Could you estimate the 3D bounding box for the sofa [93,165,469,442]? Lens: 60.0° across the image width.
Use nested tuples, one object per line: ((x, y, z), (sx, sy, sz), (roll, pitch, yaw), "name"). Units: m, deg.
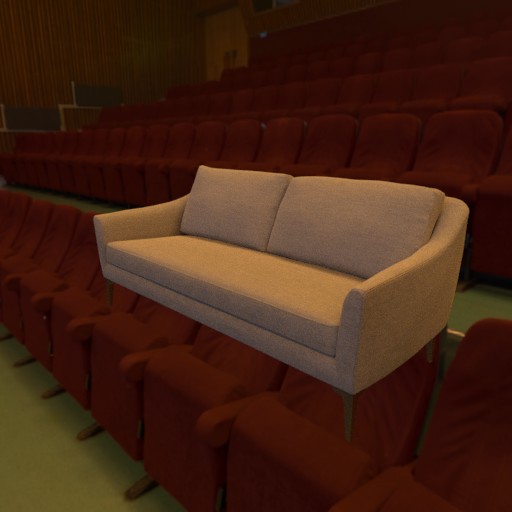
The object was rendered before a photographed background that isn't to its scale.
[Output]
((0.000, 0.000, 2.520), (0.980, 0.913, 2.036), (-14, 21, -42), "sofa")
